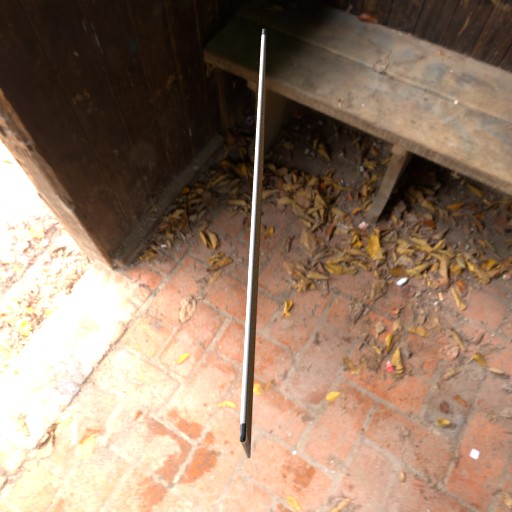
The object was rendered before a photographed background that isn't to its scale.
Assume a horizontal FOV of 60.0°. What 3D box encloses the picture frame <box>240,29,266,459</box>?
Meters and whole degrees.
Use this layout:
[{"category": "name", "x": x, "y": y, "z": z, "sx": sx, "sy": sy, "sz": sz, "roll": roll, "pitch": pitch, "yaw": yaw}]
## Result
[{"category": "picture frame", "x": 0.000, "y": 0.000, "z": 1.106, "sx": 0.010, "sy": 0.600, "sz": 0.900, "roll": 2, "pitch": 63, "yaw": 1}]
